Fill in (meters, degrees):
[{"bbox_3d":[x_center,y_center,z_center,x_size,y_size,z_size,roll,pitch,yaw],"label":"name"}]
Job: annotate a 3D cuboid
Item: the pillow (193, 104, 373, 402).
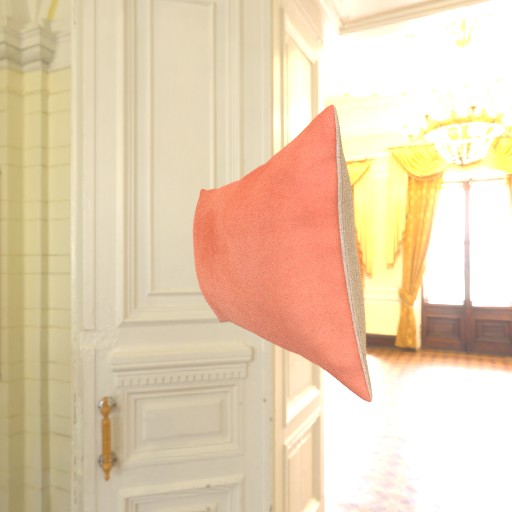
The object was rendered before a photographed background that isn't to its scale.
[{"bbox_3d":[0.000,0.000,0.740,0.155,0.307,0.608,0,0,-19],"label":"pillow"}]
